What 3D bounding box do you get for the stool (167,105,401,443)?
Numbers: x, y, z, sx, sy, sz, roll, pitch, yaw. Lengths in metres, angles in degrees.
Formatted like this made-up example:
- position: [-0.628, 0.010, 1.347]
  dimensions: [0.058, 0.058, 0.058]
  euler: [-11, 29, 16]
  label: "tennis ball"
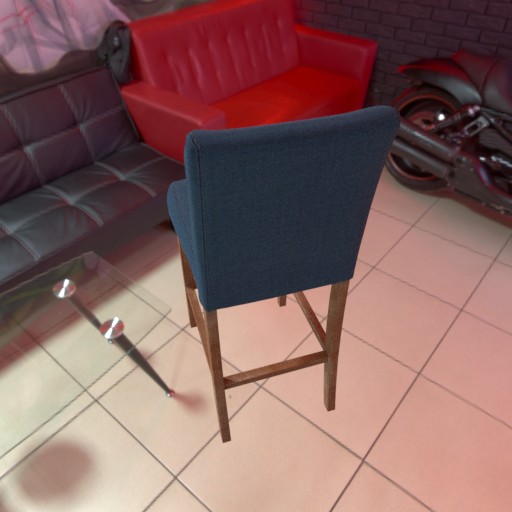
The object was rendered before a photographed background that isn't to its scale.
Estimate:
- position: [0.000, 0.000, 1.365]
  dimensions: [0.454, 1.088, 0.574]
  euler: [-12, 42, -13]
  label: "stool"
